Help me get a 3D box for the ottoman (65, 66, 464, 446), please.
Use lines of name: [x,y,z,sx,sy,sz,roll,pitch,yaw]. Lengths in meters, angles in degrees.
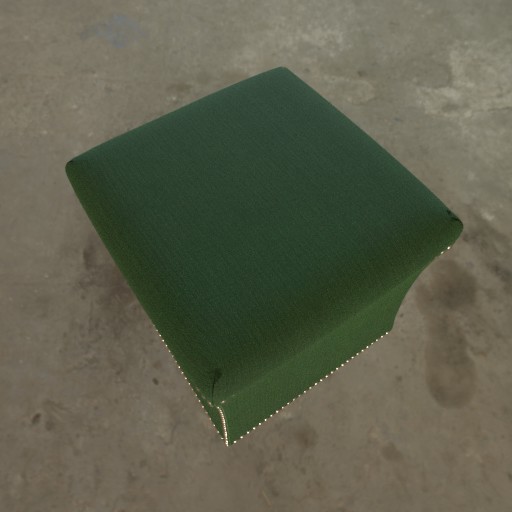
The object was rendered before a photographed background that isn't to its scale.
ottoman: [0.000,0.000,0.900,0.497,0.475,0.507,-30,63,-17]
